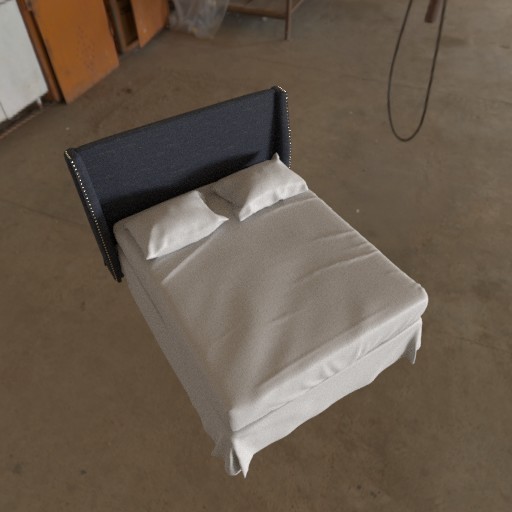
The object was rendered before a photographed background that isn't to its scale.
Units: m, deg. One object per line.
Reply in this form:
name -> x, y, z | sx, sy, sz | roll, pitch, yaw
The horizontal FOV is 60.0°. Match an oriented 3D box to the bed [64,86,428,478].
bed -> 0.000, 0.000, 3.386 | 1.925, 1.332, 2.276 | -25, 52, -21
